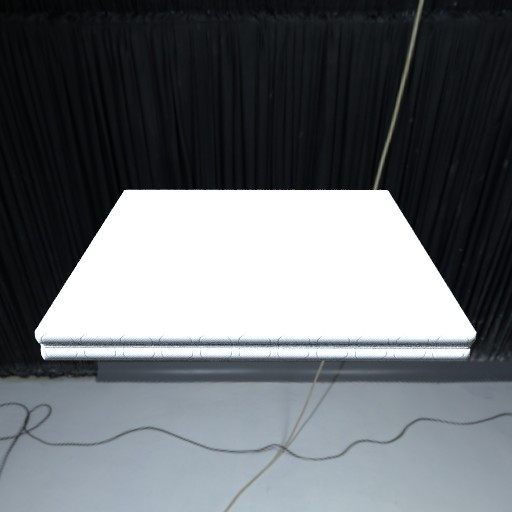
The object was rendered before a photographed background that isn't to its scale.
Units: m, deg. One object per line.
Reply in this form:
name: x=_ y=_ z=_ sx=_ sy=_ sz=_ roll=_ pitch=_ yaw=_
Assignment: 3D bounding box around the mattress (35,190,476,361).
mattress: x=0.000 y=0.000 z=2.717 sx=2.000 sy=0.200 sz=1.600 roll=0 pitch=32 yaw=0
